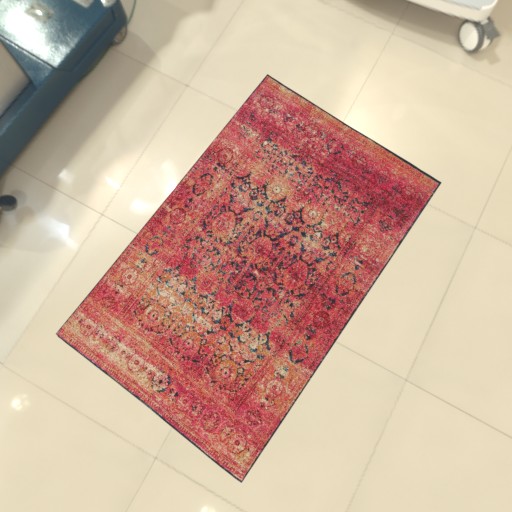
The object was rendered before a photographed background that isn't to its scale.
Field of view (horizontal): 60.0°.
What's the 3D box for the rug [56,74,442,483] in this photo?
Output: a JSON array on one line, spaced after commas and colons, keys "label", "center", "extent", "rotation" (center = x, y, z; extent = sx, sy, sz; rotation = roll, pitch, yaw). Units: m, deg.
[{"label": "rug", "center": [0.000, 0.000, 3.068], "extent": [1.539, 0.018, 2.449], "rotation": [35, 79, 8]}]
